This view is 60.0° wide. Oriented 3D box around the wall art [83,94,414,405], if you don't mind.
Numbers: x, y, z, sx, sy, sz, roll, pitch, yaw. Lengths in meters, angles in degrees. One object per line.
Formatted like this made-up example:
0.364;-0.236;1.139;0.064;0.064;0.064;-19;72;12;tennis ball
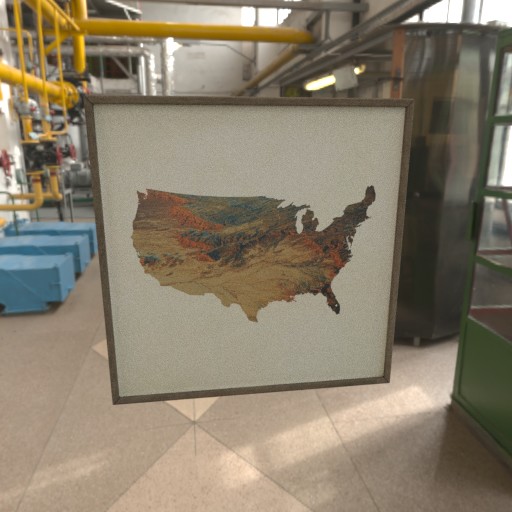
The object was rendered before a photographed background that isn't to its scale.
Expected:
0.000;0.000;1.113;0.749;0.751;0.050;-2;15;-8;wall art
